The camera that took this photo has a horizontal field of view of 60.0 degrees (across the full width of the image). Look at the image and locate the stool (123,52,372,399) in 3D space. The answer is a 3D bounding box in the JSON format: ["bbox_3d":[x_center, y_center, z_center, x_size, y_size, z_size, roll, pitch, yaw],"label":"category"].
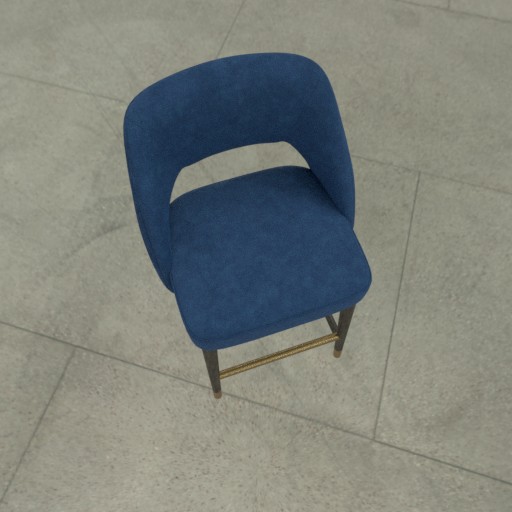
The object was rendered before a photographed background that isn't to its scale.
[{"bbox_3d":[0.000,0.000,1.238,0.536,0.925,0.524,-17,65,-8],"label":"stool"}]
